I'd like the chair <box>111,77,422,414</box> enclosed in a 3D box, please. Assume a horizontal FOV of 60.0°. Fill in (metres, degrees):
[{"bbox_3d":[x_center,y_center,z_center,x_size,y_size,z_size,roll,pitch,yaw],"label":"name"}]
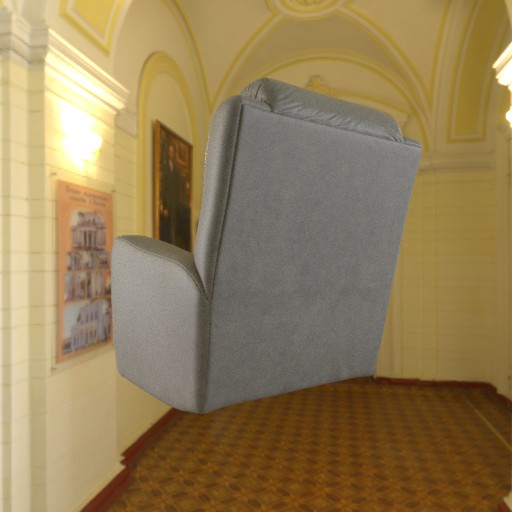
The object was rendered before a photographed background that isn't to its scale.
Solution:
[{"bbox_3d":[0.000,0.000,1.906,0.965,1.116,1.068,0,0,-35],"label":"chair"}]
